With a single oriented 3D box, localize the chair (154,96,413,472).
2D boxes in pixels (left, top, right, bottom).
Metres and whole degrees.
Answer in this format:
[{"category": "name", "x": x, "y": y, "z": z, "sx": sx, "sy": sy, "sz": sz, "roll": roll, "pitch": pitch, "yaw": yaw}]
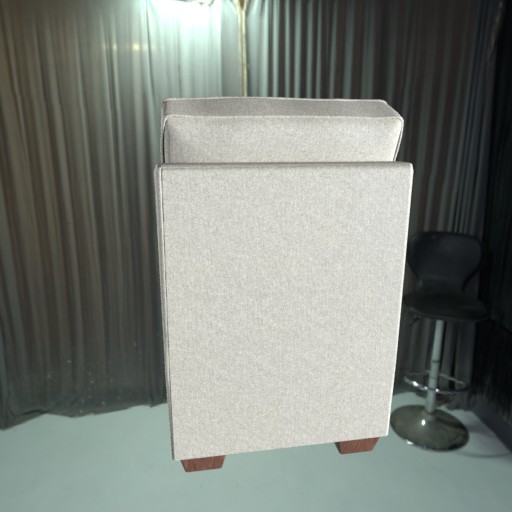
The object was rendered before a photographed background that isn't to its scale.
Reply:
[{"category": "chair", "x": 0.000, "y": 0.000, "z": 1.658, "sx": 0.674, "sy": 1.058, "sz": 1.020, "roll": -2, "pitch": 15, "yaw": -9}]
